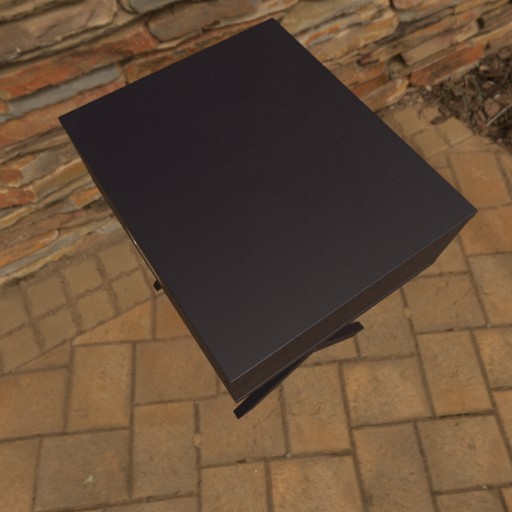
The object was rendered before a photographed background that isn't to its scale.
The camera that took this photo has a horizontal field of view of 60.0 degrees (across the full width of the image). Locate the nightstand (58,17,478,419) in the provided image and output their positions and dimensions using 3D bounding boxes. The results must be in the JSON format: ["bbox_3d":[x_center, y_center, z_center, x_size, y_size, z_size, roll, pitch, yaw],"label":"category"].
[{"bbox_3d":[0.000,0.000,0.915,0.402,0.623,0.479,-32,68,-14],"label":"nightstand"}]
